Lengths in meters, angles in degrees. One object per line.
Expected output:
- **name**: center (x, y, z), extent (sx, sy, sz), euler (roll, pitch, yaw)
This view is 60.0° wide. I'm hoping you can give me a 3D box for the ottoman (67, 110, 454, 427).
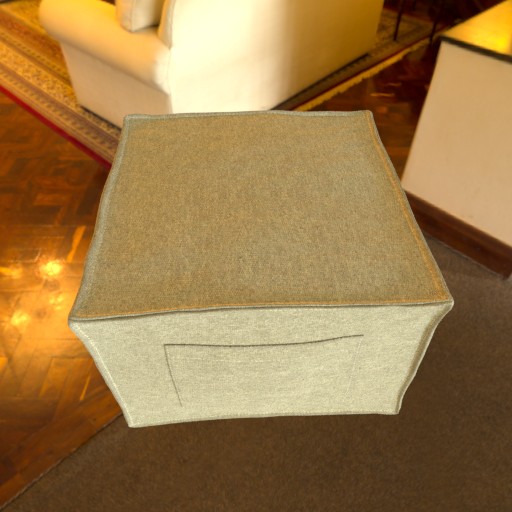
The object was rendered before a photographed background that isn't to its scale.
- **ottoman**: center (0.000, 0.000, 1.136), extent (0.707, 0.470, 0.696), euler (-3, 47, -2)
